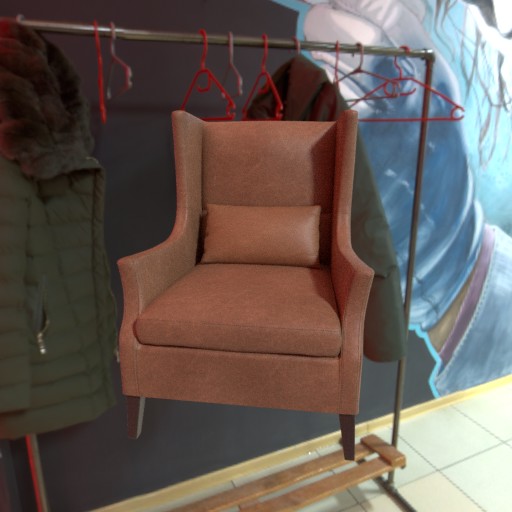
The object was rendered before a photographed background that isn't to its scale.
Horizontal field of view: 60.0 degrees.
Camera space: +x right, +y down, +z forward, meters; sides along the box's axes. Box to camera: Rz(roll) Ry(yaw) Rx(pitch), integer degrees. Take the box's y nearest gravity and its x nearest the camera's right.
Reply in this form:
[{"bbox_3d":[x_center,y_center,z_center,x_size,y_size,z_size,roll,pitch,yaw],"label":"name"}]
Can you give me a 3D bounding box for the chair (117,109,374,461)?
[{"bbox_3d":[0.000,0.000,1.721,0.815,1.088,0.913,2,16,8],"label":"chair"}]
